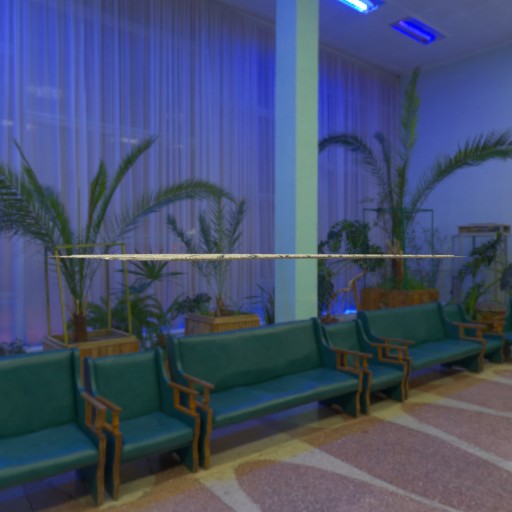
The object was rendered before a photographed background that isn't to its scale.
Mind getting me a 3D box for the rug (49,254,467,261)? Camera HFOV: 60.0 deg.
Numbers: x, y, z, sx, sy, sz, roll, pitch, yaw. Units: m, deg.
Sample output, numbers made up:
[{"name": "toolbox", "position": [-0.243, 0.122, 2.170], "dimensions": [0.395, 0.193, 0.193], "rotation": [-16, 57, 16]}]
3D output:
[{"name": "rug", "position": [0.000, 0.000, 4.209], "dimensions": [3.213, 0.030, 2.388], "rotation": [0, 1, -35]}]
